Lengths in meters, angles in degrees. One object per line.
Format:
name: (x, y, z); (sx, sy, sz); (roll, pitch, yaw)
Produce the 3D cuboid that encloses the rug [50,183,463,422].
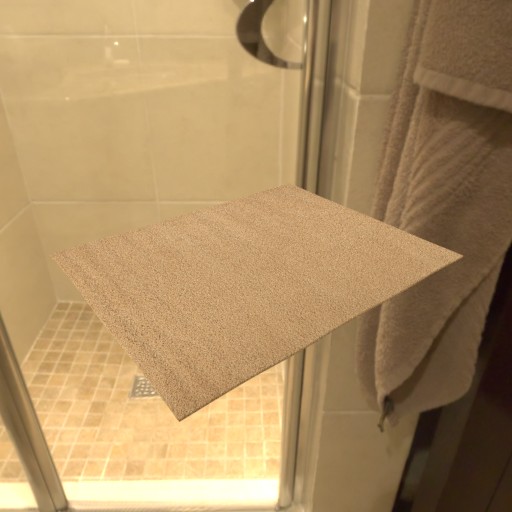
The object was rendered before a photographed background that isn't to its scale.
rug: (0.000, 0.000, 4.121); (3.000, 0.026, 2.400); (-21, 36, -32)
